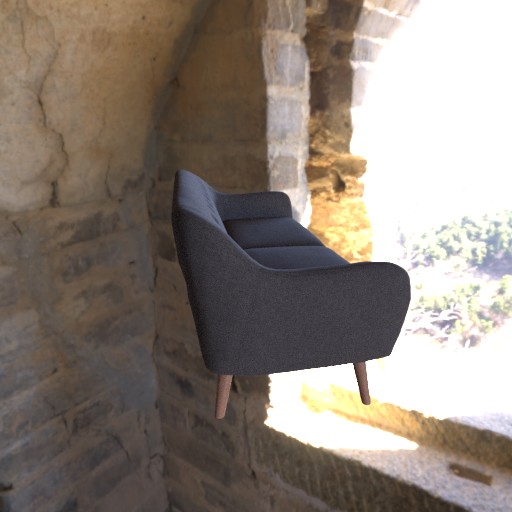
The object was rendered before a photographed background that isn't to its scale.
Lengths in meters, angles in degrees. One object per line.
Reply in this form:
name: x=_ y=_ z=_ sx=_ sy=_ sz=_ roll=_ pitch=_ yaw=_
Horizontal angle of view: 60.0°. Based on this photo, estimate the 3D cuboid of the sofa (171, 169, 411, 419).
sofa: x=0.000 y=0.000 z=2.337 sx=0.820 sy=0.820 sz=1.840 roll=-3 pitch=17 yaw=-9
